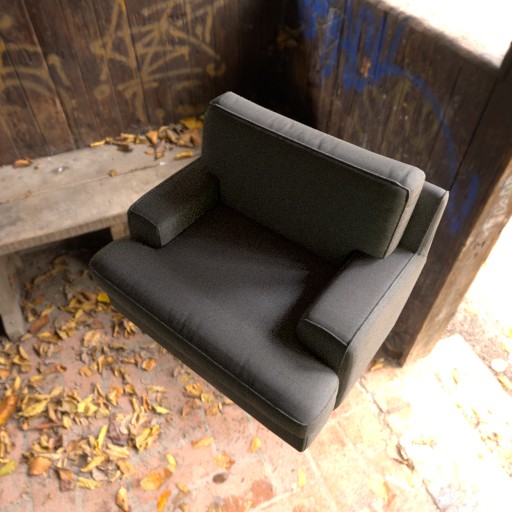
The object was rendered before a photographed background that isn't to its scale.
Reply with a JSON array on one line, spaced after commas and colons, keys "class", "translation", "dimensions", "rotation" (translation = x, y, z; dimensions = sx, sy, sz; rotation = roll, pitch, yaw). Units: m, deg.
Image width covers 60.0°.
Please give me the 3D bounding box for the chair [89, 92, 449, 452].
[{"class": "chair", "translation": [0.000, 0.000, 2.019], "dimensions": [1.270, 0.974, 1.043], "rotation": [30, 55, 24]}]
